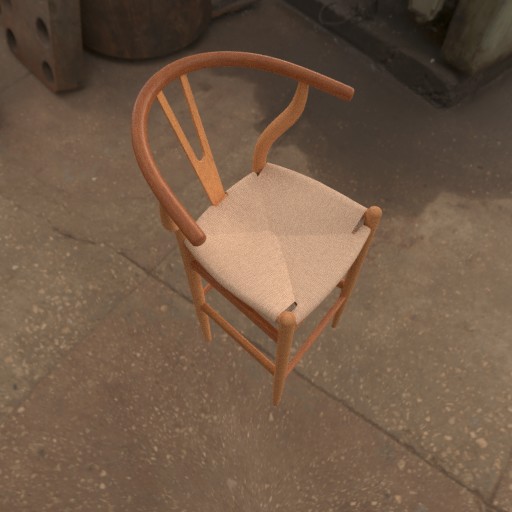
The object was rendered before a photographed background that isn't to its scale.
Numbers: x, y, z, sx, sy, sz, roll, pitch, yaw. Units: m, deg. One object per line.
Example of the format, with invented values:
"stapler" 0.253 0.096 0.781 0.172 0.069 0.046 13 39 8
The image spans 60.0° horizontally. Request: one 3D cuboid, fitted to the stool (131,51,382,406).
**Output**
"stool" 0.000 0.000 1.370 0.561 1.068 0.574 34 63 20
